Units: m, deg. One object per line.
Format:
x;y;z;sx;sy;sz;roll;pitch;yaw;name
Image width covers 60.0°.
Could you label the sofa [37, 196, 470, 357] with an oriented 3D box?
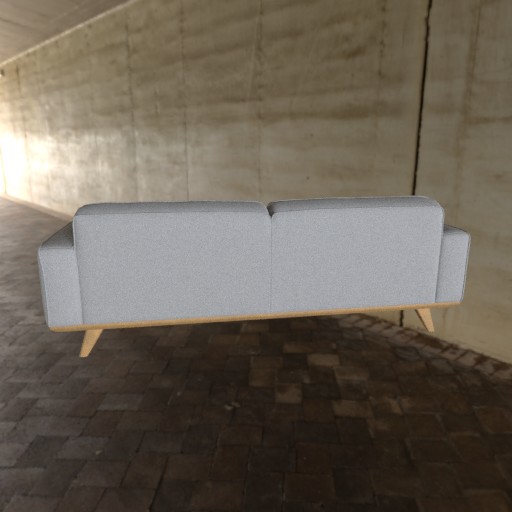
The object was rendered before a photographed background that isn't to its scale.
0.000;0.000;2.721;2.270;0.781;0.956;-2;15;-9;sofa
